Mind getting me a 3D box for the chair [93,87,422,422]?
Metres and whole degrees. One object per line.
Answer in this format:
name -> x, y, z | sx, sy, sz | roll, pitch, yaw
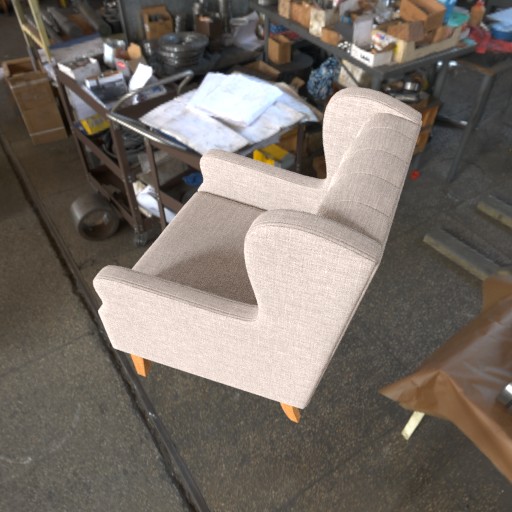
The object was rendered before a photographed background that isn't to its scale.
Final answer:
chair -> 0.000, 0.000, 1.437 | 0.760, 0.930, 0.710 | 17, 48, 15
